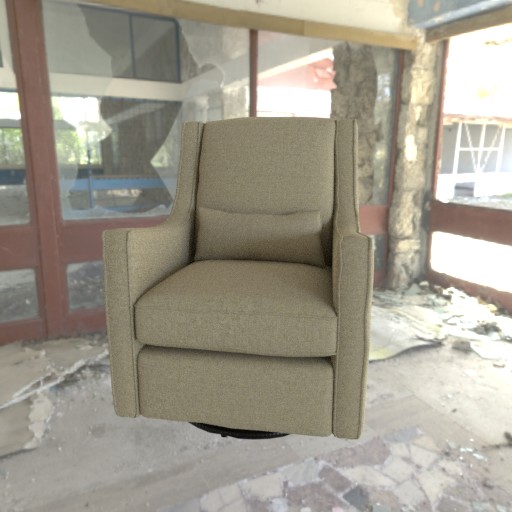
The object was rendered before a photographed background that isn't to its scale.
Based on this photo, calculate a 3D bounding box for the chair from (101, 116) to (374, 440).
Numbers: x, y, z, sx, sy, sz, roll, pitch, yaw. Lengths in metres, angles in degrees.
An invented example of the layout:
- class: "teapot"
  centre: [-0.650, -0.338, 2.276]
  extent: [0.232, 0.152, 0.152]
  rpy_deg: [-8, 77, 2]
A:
- class: "chair"
  centre: [0.000, 0.000, 1.564]
  extent: [0.732, 0.993, 0.879]
  rpy_deg: [2, 13, 9]
